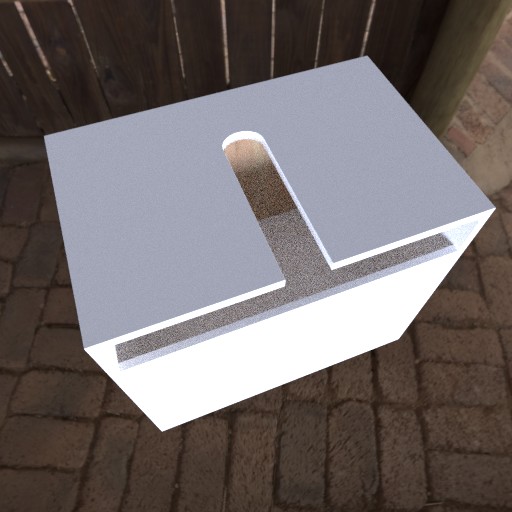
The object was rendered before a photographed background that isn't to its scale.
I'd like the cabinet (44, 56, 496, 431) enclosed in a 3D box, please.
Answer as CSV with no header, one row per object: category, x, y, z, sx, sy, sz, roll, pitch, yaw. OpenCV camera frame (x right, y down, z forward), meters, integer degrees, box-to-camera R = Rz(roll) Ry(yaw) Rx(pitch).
cabinet,0.000,0.000,0.912,0.600,0.522,0.400,-18,60,-11
